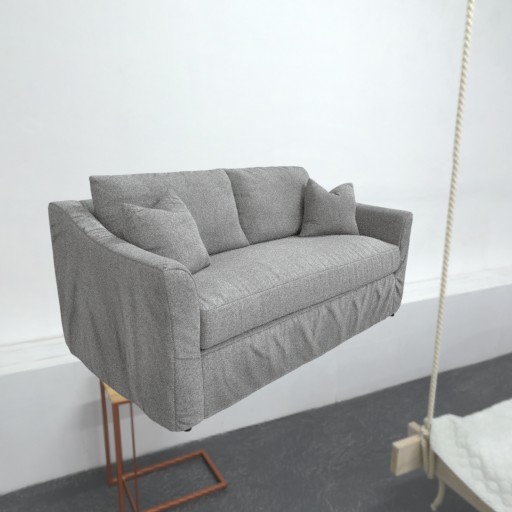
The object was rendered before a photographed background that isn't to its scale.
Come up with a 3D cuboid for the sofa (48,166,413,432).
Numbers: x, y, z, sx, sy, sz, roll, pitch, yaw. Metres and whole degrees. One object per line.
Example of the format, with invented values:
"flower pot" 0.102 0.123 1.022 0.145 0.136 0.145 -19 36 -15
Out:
"sofa" 0.000 0.000 2.676 1.072 1.018 2.010 14 20 43
